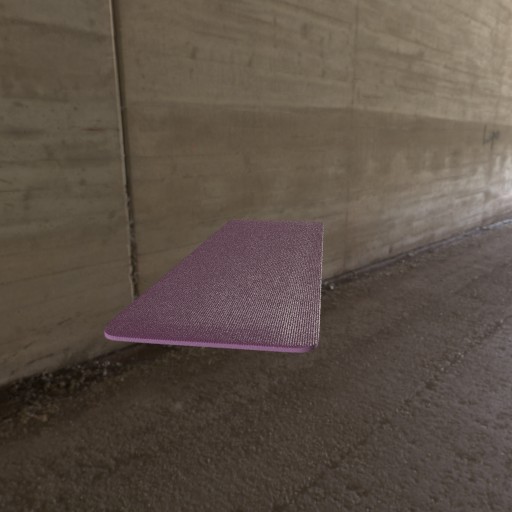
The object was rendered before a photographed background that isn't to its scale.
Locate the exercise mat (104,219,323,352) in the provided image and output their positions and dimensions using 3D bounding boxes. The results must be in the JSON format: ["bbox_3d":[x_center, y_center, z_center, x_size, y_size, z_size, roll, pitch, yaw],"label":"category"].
[{"bbox_3d":[0.000,0.000,2.089,0.616,0.021,1.869,2,15,8],"label":"exercise mat"}]
